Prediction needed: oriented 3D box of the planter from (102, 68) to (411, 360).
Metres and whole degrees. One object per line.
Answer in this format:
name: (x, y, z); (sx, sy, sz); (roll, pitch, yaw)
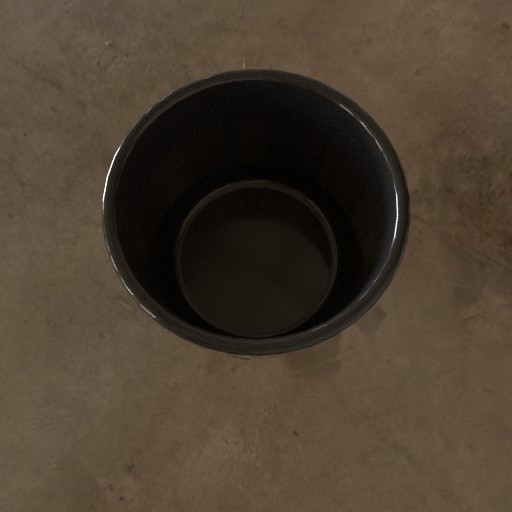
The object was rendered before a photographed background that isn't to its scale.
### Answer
planter: (0.000, 0.000, 0.405); (0.196, 0.264, 0.196); (-18, 74, -5)
